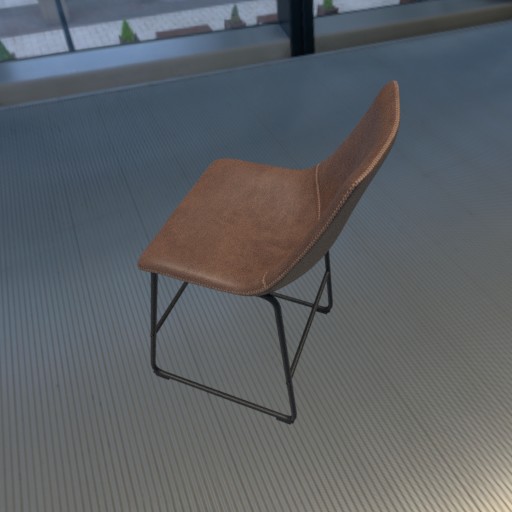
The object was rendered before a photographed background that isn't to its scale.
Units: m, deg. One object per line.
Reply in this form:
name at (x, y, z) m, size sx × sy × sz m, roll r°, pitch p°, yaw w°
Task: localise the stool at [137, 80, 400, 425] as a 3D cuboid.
stool at (0.000, 0.000, 1.183) m, size 0.550 × 0.890 × 0.460 m, roll 15°, pitch 49°, yaw 14°
